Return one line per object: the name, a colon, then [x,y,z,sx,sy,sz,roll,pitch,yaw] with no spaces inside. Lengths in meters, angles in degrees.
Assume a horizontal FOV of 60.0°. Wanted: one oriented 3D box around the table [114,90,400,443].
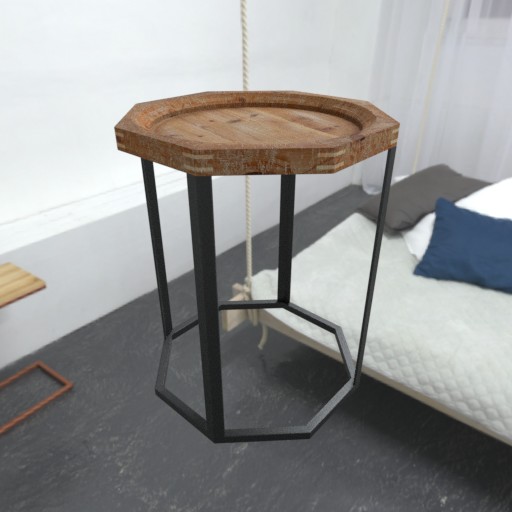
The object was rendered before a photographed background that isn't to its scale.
table: [0.000,0.000,0.864,0.458,0.543,0.458,10,31,17]
